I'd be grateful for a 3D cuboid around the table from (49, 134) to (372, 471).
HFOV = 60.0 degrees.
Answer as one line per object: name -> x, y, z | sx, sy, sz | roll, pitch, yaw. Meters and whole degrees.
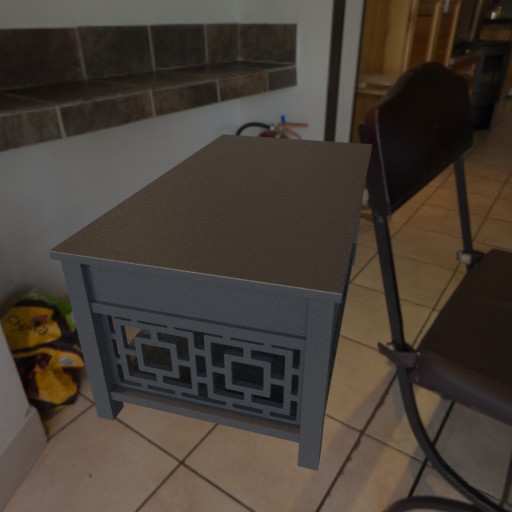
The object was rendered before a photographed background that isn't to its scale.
table -> 0.000, 0.000, 1.411 | 0.612, 0.493, 1.068 | 8, 29, 14
